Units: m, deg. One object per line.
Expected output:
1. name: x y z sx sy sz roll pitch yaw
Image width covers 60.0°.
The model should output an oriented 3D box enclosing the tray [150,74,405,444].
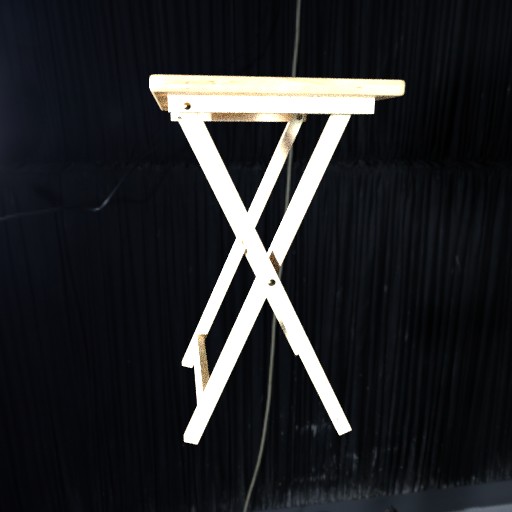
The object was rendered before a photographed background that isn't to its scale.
1. tray: 0.000 0.000 0.952 0.381 0.660 0.483 -3 15 -10
